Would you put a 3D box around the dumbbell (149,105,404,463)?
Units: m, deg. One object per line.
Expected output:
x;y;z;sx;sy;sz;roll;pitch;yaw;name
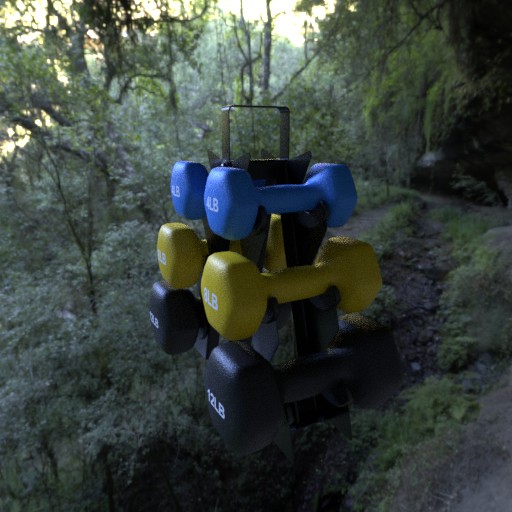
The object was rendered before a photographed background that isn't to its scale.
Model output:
0.000;0.000;0.665;0.255;0.426;0.409;-8;17;-26;dumbbell
